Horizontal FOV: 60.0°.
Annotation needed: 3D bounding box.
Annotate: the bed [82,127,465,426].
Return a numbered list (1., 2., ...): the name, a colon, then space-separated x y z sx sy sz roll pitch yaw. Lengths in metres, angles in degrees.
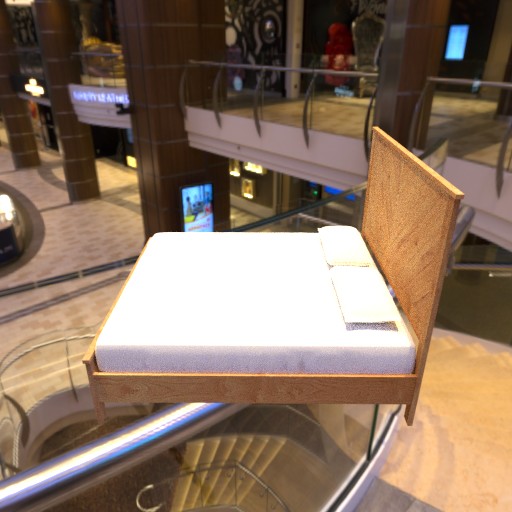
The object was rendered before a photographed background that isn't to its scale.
1. bed: 0.000 0.000 4.100 2.530 1.938 2.225 0 26 1
